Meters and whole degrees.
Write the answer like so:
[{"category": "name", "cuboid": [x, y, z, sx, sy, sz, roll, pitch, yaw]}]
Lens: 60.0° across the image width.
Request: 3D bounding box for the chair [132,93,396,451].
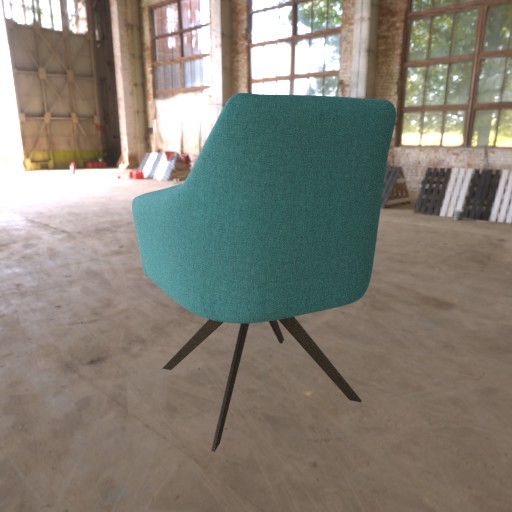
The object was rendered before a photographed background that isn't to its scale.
[{"category": "chair", "cuboid": [0.000, 0.000, 1.342, 0.642, 0.874, 0.677, -8, 17, -26]}]
